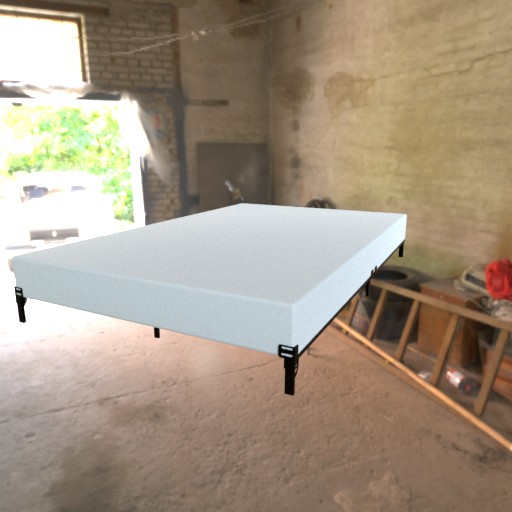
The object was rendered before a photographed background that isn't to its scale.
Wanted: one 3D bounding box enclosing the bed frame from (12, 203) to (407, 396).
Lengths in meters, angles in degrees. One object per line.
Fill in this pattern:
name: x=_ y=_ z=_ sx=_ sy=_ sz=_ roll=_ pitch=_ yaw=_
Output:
bed frame: x=0.000 y=0.000 z=3.680 sx=1.930 sy=0.440 sz=2.987 roll=7 pitch=16 yaw=26
